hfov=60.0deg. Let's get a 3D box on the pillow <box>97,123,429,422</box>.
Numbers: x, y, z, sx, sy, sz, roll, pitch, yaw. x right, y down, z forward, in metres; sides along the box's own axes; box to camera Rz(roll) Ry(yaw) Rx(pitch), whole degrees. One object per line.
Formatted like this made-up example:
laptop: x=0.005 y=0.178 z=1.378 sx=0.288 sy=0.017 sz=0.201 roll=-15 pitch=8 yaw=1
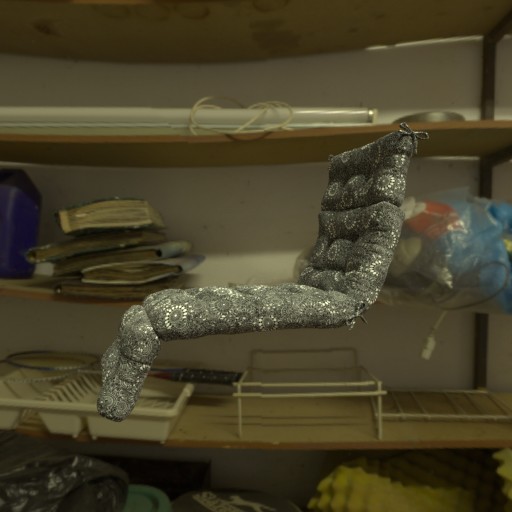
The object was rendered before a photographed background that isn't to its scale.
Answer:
pillow: x=0.000 y=0.000 z=1.511 sx=1.016 sy=0.863 sz=0.526 roll=0 pitch=1 yaw=-18
